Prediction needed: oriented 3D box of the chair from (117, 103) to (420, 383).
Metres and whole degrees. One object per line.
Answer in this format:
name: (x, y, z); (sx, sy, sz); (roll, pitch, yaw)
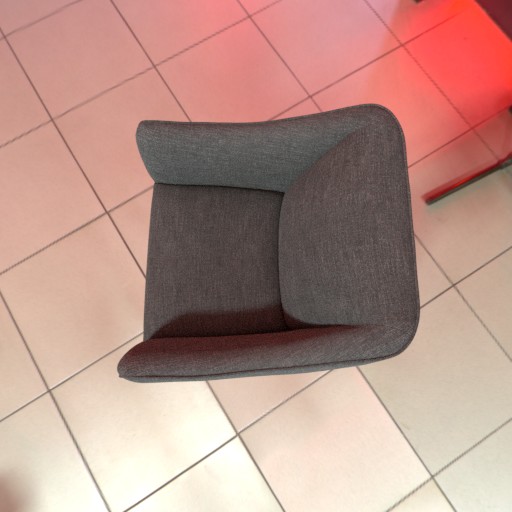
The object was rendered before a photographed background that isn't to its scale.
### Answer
chair: (0.000, 0.000, 1.585); (0.851, 0.829, 0.870); (0, 75, 0)
